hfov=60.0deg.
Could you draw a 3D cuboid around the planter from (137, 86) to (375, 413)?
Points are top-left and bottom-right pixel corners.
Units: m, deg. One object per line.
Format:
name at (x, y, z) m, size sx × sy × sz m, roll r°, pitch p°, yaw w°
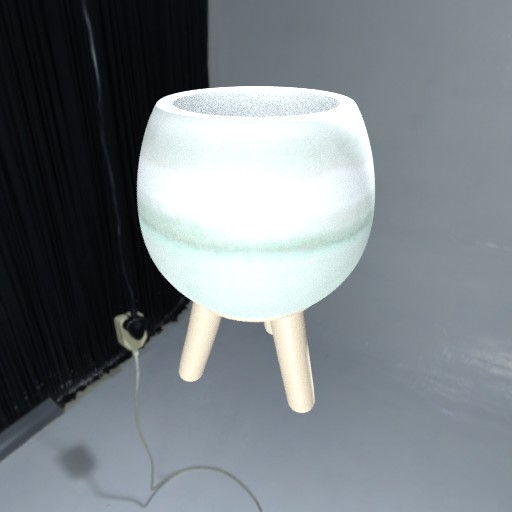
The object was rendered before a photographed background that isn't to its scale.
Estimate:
planter at (0.000, 0.000, 0.332) m, size 0.161 × 0.224 × 0.161 m, roll 0°, pitch 28°, yaw 0°
